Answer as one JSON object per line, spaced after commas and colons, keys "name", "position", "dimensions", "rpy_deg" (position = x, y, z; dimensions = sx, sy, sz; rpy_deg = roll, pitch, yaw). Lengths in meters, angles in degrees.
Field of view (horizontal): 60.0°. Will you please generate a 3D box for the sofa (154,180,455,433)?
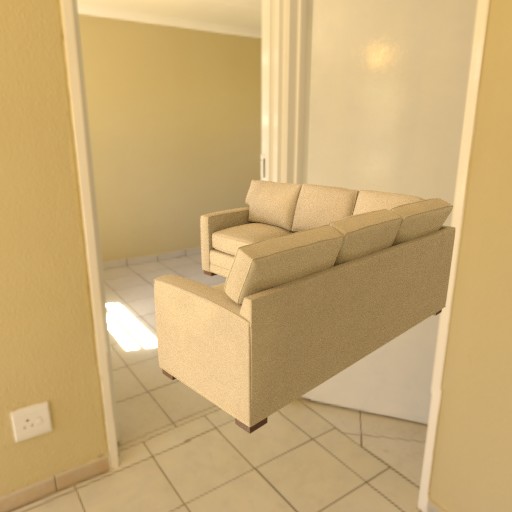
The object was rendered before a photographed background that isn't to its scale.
{"name": "sofa", "position": [0.000, 0.000, 3.492], "dimensions": [2.189, 0.939, 2.182], "rpy_deg": [-15, 22, -42]}
